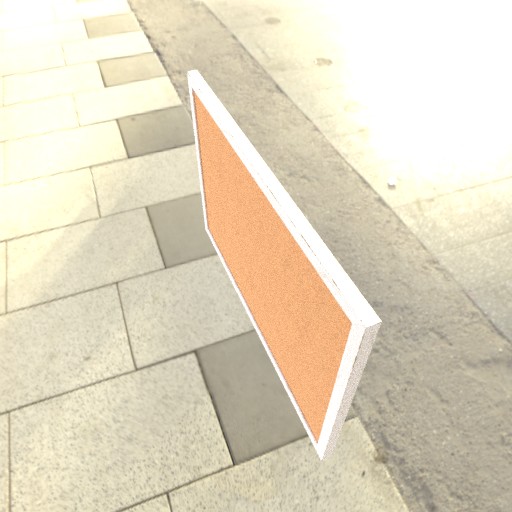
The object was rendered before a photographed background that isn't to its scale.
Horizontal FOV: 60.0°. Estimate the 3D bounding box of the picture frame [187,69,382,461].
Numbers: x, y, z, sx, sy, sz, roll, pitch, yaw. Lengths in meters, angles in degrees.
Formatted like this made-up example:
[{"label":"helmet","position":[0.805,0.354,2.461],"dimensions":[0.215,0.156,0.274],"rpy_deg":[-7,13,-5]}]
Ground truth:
[{"label":"picture frame","position":[0.000,0.000,1.231],"dimensions":[0.029,0.640,0.950],"rpy_deg":[-18,50,-15]}]
